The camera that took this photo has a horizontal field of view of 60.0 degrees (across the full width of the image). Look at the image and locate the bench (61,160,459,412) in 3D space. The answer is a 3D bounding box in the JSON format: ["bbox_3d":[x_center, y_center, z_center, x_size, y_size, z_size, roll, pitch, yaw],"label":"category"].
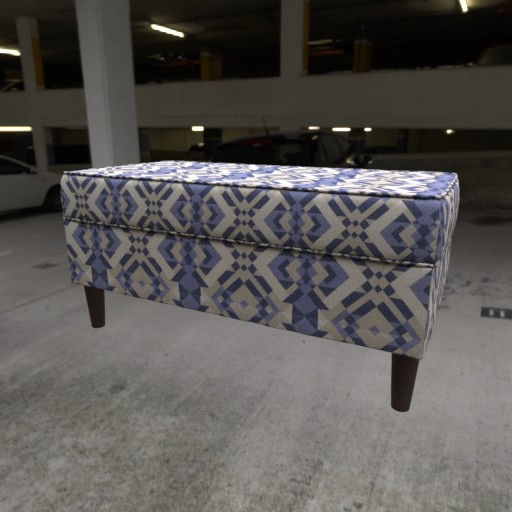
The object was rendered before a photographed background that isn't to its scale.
[{"bbox_3d":[0.000,0.000,1.277,1.016,0.477,0.492,8,18,26],"label":"bench"}]
